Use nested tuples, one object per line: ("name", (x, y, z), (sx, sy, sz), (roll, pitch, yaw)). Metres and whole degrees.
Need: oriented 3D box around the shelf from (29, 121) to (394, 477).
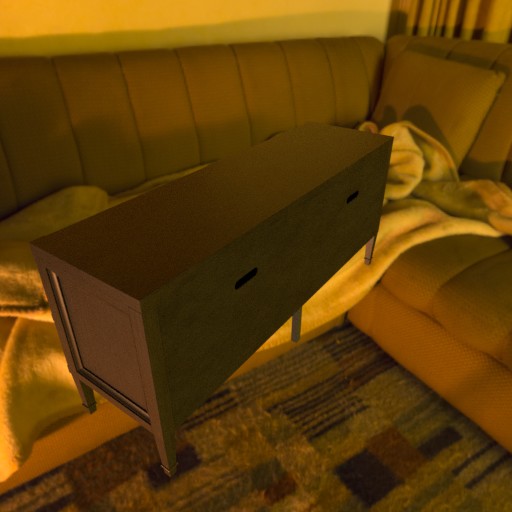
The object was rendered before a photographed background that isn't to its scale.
("shelf", (0.000, 0.000, 1.873), (0.479, 0.719, 1.575), (21, 37, 30))
